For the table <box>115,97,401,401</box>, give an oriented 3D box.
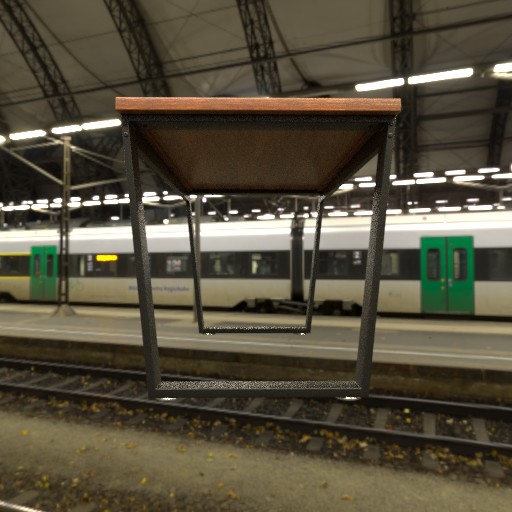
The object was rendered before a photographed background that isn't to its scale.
[{"bbox_3d":[0.000,0.000,1.699,0.714,0.760,1.205,0,-1,-1],"label":"table"}]
